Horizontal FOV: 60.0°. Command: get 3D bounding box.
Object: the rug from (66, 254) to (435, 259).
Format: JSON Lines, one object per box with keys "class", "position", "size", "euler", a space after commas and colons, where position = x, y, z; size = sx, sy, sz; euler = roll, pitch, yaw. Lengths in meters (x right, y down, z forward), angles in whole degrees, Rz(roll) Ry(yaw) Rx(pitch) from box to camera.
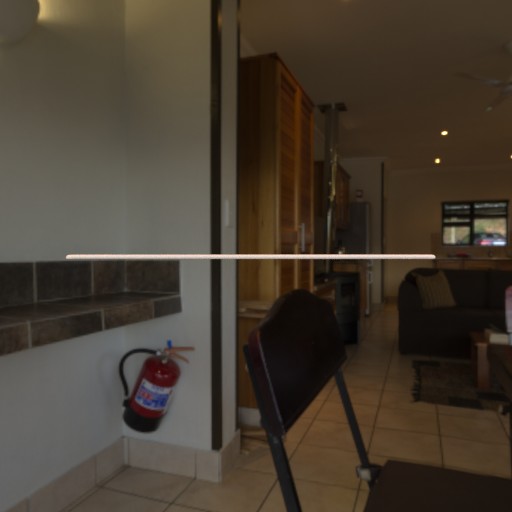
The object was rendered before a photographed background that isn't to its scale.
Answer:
{"class": "rug", "position": [0.000, 0.000, 2.102], "size": [1.067, 0.013, 1.676], "euler": [0, 0, 1]}
